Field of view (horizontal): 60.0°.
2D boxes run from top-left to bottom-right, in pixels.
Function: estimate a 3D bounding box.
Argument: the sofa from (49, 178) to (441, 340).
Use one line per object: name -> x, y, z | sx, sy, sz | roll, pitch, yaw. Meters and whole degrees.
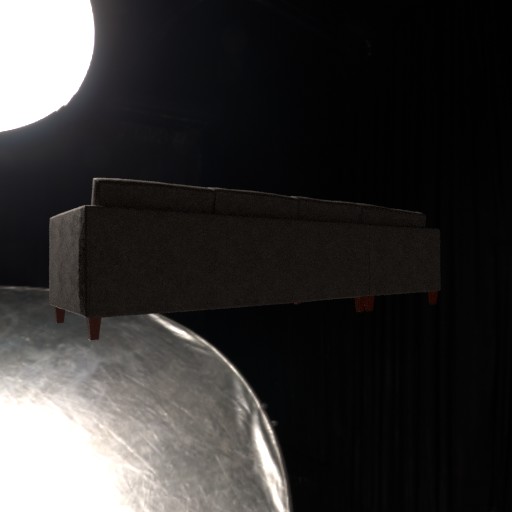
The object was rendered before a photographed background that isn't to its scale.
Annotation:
sofa -> 0.000, 0.000, 4.055 | 3.471, 0.954, 1.606 | 0, 0, -36
